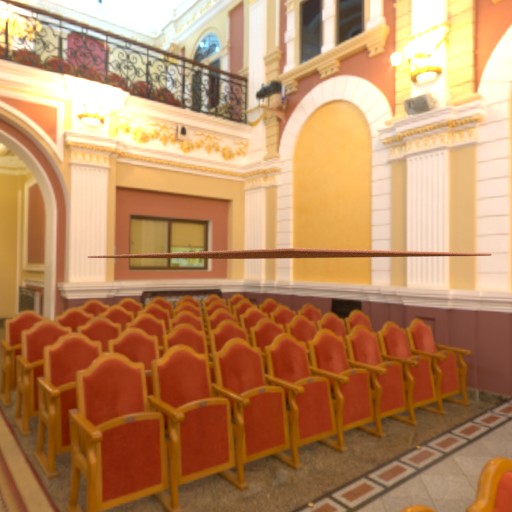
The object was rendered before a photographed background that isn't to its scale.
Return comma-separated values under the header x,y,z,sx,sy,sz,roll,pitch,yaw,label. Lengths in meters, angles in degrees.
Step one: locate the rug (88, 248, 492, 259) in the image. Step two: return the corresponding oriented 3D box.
x,y,z,sx,sy,sz,roll,pitch,yaw,label
0.000,0.000,3.035,1.523,0.014,2.438,1,-1,-37,rug
